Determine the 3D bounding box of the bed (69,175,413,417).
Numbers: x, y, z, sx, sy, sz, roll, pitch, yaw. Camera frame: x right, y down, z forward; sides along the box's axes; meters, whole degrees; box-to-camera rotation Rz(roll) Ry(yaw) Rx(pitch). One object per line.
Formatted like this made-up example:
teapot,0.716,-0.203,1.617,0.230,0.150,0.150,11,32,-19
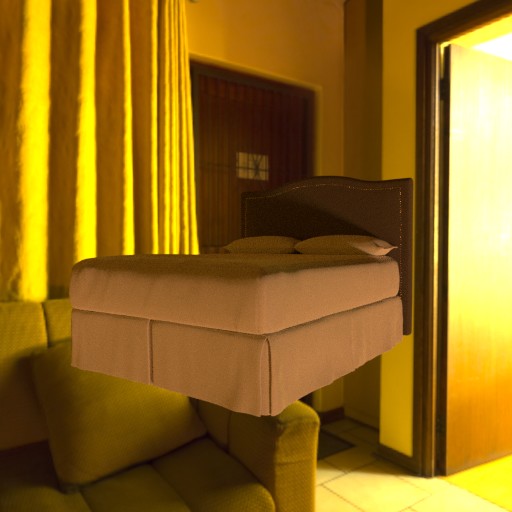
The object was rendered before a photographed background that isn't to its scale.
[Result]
bed,0.000,0.000,3.194,1.666,1.387,2.036,1,2,35
